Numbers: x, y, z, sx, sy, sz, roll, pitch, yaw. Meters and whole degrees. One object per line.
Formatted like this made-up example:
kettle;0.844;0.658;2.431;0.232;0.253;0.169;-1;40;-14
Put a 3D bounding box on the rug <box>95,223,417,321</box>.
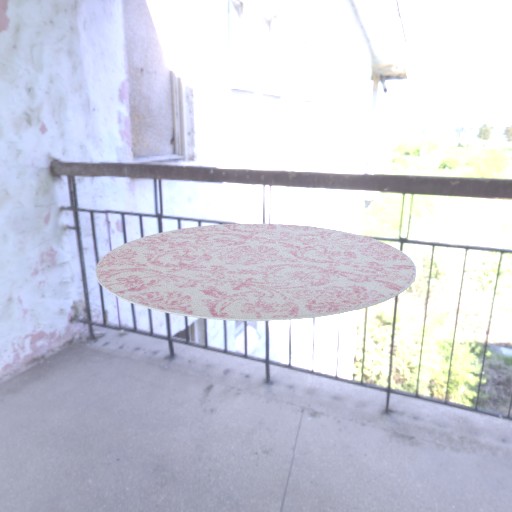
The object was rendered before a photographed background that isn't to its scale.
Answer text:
rug;0.000;0.000;2.326;1.593;0.012;1.593;0;16;0
